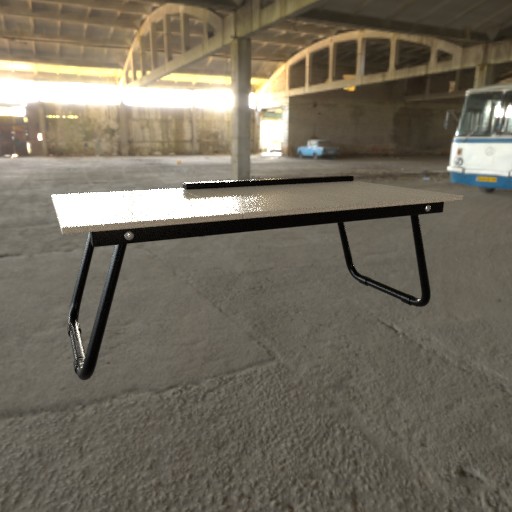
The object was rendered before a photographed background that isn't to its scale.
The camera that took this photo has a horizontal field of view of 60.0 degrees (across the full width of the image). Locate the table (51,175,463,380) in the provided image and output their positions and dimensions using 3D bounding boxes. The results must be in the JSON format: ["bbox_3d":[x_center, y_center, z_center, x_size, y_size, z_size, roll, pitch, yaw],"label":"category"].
[{"bbox_3d":[0.000,0.000,0.800,0.644,0.242,0.322,-7,17,-25],"label":"table"}]
